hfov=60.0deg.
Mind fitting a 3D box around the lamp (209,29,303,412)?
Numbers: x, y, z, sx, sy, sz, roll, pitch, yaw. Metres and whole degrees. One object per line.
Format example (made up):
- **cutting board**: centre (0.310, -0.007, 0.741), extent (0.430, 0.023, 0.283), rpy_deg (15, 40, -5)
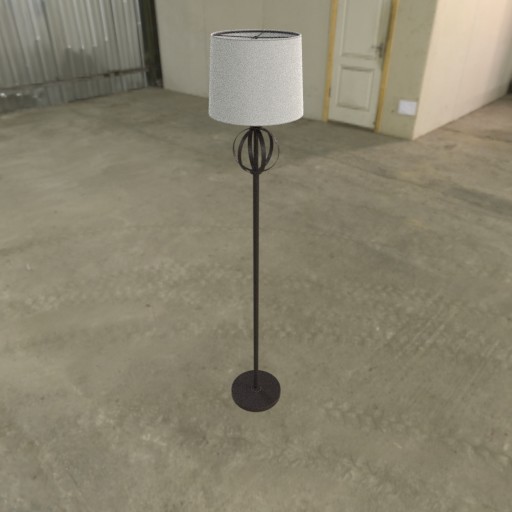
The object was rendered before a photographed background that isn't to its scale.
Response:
- **lamp**: centre (0.000, 0.000, 1.625), extent (0.286, 1.462, 0.286), rpy_deg (-10, 34, -16)
